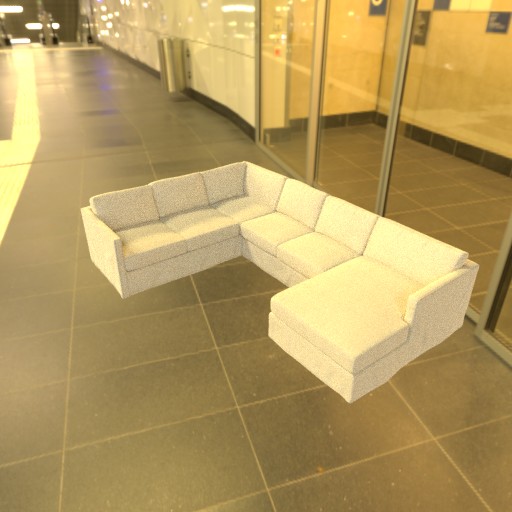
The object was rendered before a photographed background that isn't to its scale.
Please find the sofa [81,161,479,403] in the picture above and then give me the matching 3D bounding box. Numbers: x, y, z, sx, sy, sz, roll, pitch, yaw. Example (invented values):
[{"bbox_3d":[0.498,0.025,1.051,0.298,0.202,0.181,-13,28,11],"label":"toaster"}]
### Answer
[{"bbox_3d":[0.000,0.000,4.600,2.427,0.882,3.460,-20,35,-32],"label":"sofa"}]
